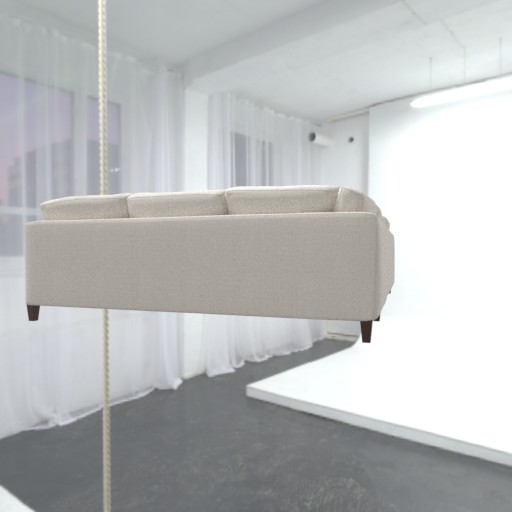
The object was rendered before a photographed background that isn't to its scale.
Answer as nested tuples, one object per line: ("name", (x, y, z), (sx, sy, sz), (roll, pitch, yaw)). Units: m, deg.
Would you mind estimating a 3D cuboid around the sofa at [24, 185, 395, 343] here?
("sofa", (0.000, 0.000, 4.422), (2.593, 0.947, 3.302), (0, 1, 19))
